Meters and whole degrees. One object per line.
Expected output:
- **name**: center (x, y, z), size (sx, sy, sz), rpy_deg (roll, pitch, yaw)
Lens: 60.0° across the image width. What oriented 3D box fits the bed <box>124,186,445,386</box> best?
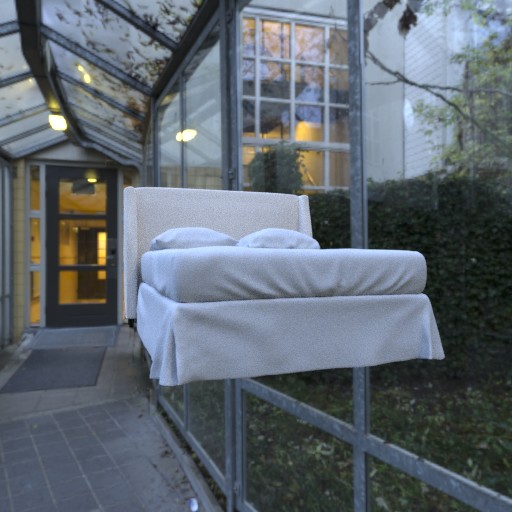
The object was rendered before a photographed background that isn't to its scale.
- **bed**: center (0.000, 0.000, 3.534), size (1.925, 1.332, 2.276), rpy_deg (0, 0, -19)
